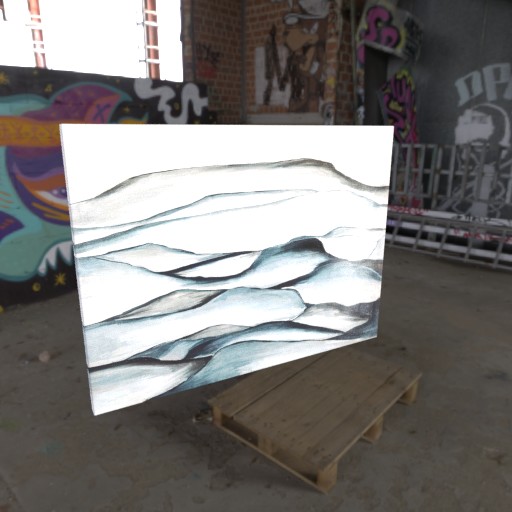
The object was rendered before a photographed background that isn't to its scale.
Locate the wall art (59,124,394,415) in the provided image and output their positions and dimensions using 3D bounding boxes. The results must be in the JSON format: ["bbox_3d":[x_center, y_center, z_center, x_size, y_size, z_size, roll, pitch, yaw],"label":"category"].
[{"bbox_3d":[0.000,0.000,1.615,1.219,0.915,0.039,-8,18,-27],"label":"wall art"}]
